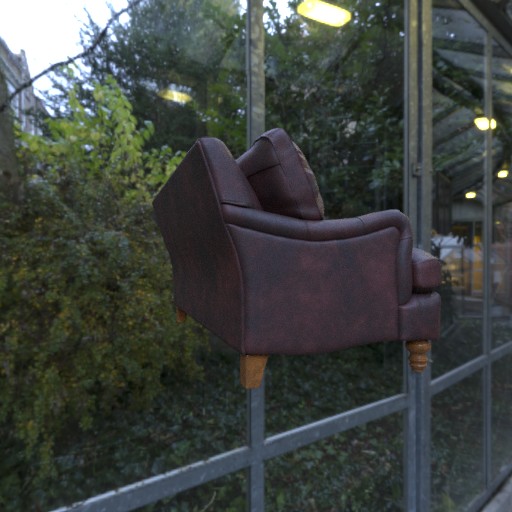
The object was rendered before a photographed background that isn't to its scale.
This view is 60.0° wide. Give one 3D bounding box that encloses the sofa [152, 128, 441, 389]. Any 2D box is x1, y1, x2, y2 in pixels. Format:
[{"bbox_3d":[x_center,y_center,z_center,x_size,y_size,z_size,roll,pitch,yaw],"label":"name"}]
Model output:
[{"bbox_3d":[0.000,0.000,2.838,1.147,1.071,2.144,0,0,-18],"label":"sofa"}]
